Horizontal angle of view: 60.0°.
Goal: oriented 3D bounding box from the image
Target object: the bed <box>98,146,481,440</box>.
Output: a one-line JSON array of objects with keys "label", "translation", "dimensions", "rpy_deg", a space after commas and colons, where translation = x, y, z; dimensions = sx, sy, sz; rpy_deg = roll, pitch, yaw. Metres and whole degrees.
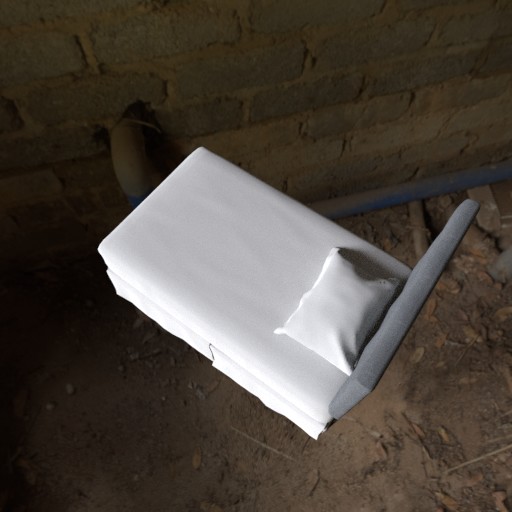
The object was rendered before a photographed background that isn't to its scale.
[{"label": "bed", "translation": [0.000, 0.000, 2.947], "dimensions": [1.997, 1.571, 1.261], "rpy_deg": [33, 67, 16]}]
